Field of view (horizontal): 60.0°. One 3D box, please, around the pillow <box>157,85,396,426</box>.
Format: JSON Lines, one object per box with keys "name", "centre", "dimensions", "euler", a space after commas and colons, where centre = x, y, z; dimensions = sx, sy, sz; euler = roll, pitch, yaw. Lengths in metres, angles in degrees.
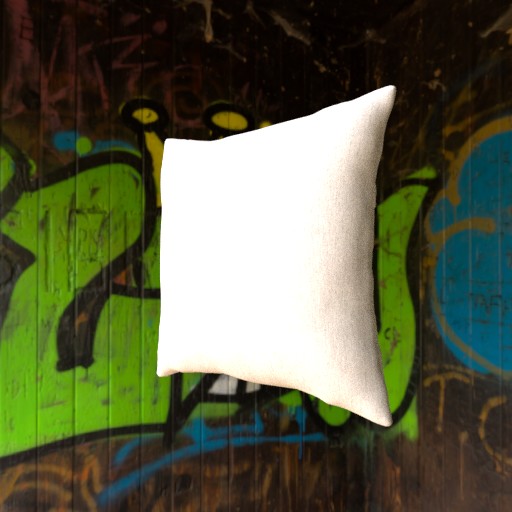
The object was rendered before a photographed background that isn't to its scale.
{"name": "pillow", "centre": [0.000, 0.000, 0.687], "dimensions": [0.433, 0.436, 0.173], "euler": [0, -1, 37]}
